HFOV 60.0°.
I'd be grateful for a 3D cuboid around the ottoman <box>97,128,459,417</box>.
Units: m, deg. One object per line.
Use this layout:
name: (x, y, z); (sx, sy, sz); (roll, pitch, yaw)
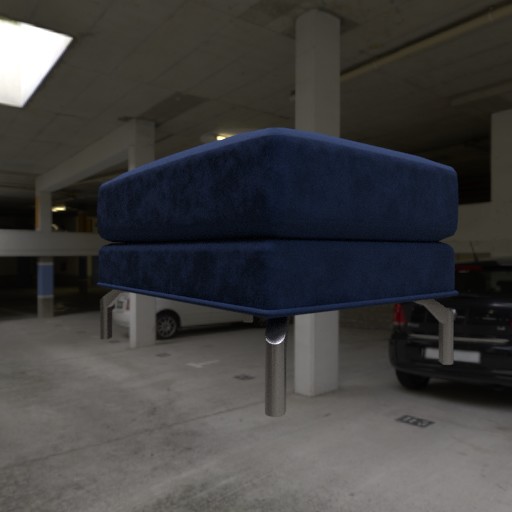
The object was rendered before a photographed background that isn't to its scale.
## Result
ottoman: (0.000, 0.000, 1.182); (0.587, 0.498, 0.835); (0, 1, -38)
